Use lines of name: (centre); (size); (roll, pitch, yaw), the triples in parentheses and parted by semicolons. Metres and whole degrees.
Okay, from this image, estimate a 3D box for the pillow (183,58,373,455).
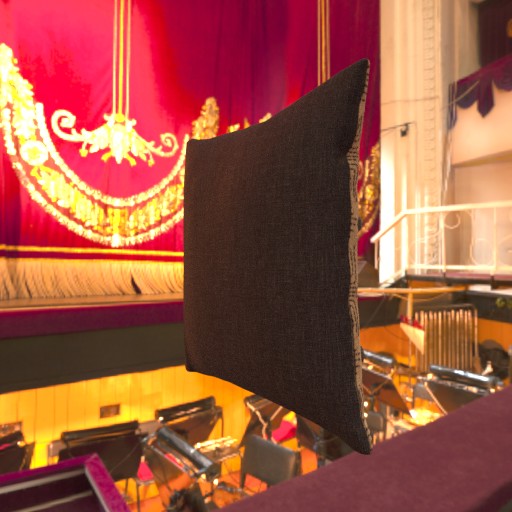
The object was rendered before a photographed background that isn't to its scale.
pillow: (0.000, 0.000, 0.773); (0.145, 0.510, 0.510); (0, 0, -35)
